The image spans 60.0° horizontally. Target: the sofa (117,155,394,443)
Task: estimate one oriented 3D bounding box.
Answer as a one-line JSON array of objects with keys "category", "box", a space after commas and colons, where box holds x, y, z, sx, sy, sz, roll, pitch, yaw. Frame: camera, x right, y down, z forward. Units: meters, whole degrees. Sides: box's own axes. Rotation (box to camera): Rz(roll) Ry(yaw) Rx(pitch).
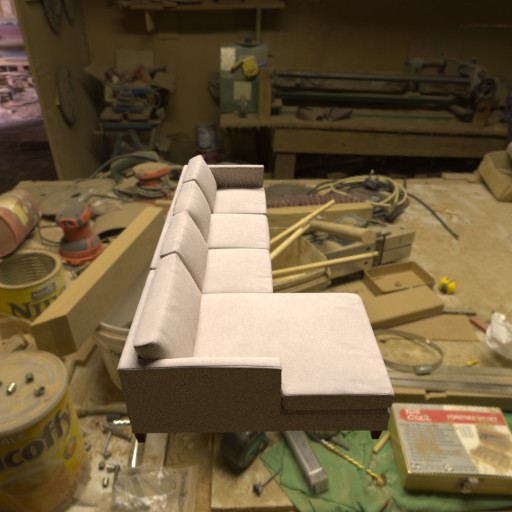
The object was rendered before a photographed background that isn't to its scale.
[{"category": "sofa", "box": [0.000, 0.000, 3.946, 1.625, 0.846, 3.186, -1, 32, -1]}]
